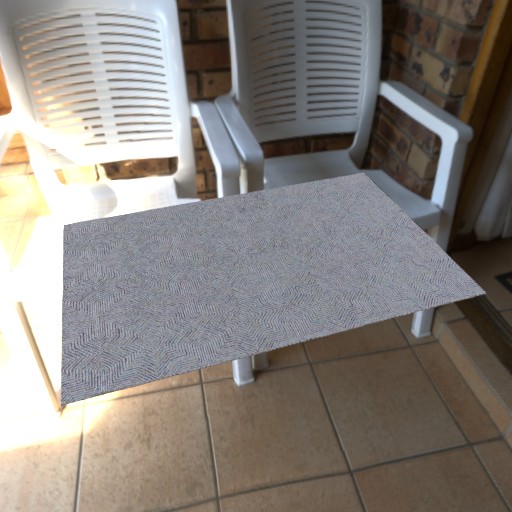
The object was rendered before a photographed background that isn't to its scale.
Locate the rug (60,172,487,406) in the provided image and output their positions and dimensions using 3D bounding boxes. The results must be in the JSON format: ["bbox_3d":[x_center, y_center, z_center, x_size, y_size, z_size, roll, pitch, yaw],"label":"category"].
[{"bbox_3d":[0.000,0.000,2.924,2.428,0.007,1.519,-12,42,-14],"label":"rug"}]
